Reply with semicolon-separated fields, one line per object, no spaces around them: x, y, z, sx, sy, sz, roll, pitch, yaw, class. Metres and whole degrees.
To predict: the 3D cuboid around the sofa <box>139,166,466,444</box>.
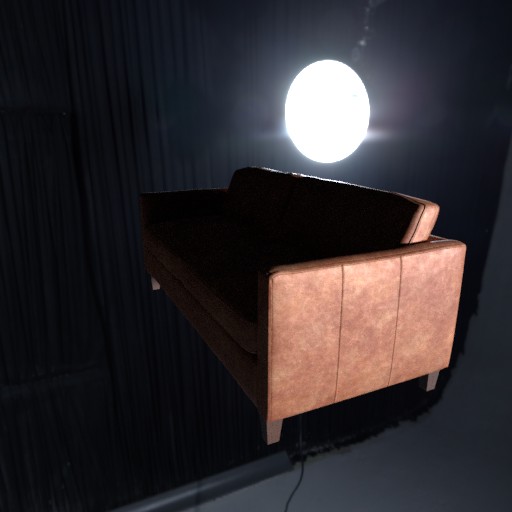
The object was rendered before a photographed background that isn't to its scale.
0.000;0.000;2.457;0.923;0.863;1.971;-8;18;-25;sofa
